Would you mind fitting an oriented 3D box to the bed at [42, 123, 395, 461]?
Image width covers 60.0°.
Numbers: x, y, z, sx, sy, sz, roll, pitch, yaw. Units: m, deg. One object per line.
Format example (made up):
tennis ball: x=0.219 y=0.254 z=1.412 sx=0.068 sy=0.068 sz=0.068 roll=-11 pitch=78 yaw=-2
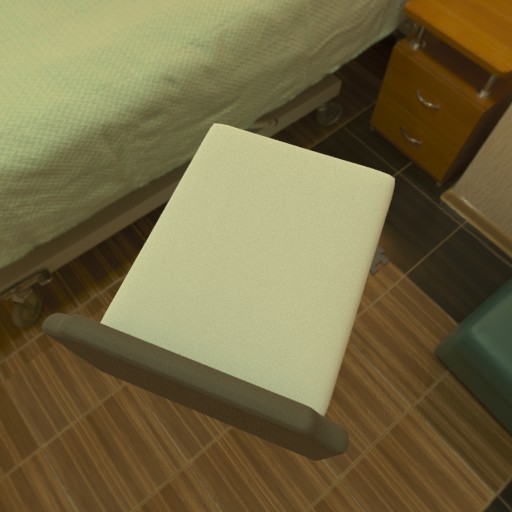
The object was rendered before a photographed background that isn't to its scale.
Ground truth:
bed: x=0.000 y=0.000 z=3.213 sx=1.831 sy=1.297 sz=2.181 roll=19 pitch=65 yaw=9
